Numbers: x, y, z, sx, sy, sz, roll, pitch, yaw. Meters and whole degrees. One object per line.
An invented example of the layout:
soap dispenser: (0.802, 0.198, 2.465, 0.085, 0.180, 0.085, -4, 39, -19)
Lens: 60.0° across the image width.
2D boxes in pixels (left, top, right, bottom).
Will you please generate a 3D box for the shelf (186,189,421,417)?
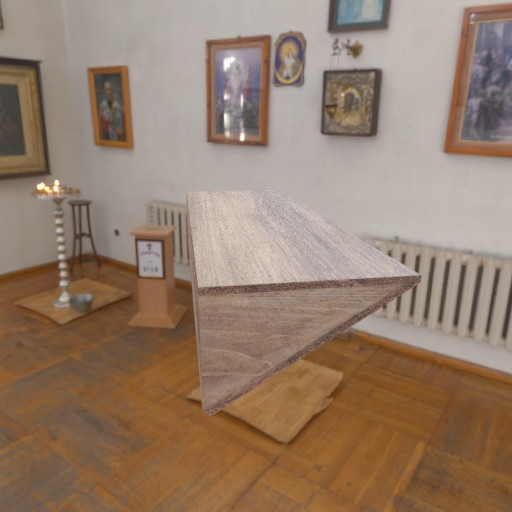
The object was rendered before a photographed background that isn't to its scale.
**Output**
shelf: (0.000, 0.000, 0.689, 0.200, 0.125, 0.610, -3, 16, -9)
